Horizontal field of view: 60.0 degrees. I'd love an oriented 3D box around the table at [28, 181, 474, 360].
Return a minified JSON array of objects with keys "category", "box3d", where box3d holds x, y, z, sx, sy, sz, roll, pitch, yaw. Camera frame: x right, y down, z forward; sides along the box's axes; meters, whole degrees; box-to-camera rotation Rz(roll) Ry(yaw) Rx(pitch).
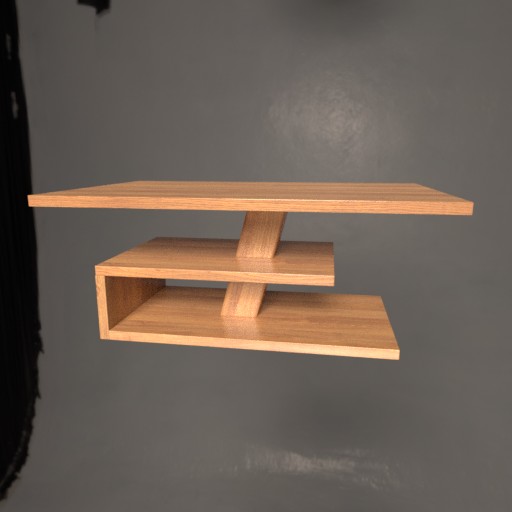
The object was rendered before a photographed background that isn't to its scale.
[{"category":"table","box3d":[0.000,0.000,1.462,1.100,0.442,0.700,2,13,9]}]
